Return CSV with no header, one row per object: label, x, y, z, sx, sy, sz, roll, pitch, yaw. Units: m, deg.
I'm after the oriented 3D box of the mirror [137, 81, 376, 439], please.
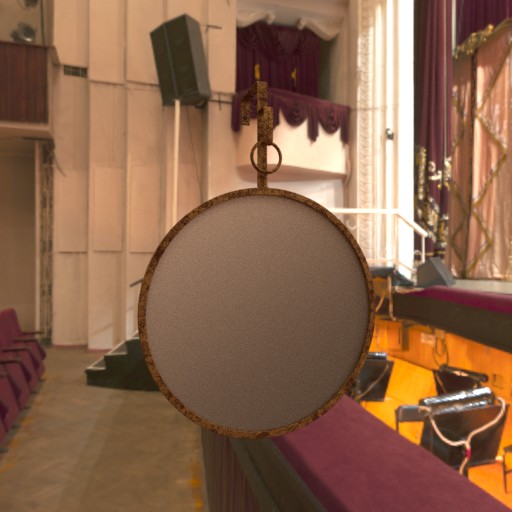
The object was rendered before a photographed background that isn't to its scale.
mirror,0.000,0.000,0.855,0.447,0.651,0.144,0,0,-18
